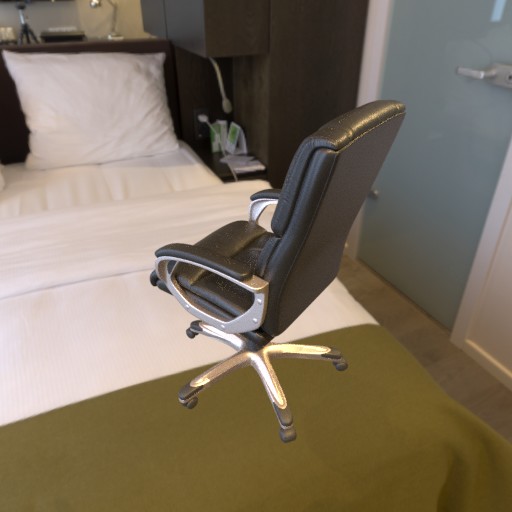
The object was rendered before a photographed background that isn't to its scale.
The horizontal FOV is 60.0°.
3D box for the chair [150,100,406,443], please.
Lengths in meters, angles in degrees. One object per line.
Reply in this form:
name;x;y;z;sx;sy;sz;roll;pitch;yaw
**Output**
chair;0.000;0.000;1.618;0.780;1.145;0.700;20;37;29
